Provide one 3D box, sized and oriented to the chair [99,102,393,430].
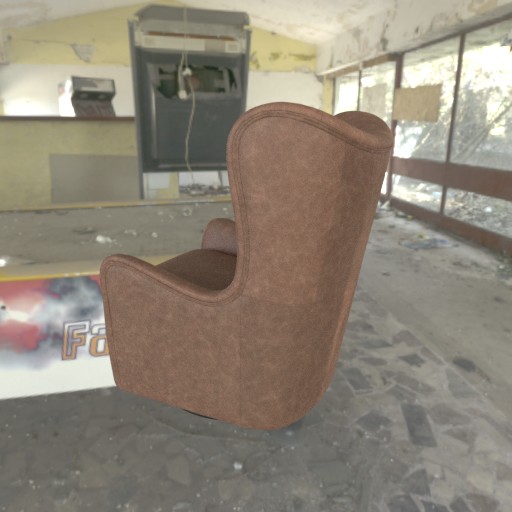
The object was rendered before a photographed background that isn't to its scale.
[{"bbox_3d":[0.000,0.000,1.708,0.930,1.079,0.831,8,18,25],"label":"chair"}]
